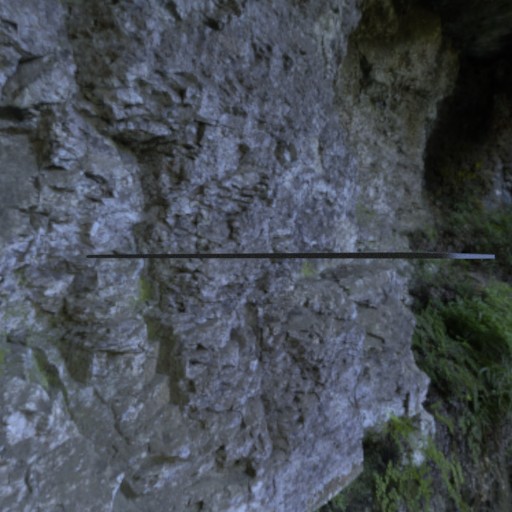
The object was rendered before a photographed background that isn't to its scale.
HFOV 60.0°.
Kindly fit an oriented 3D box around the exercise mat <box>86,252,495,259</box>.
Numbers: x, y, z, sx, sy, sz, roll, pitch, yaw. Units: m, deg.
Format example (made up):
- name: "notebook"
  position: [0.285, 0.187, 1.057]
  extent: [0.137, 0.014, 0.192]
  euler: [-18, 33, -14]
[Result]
- name: "exercise mat"
  position: [0.000, 0.000, 2.044]
  extent: [1.884, 0.021, 0.616]
  euler: [0, 0, 37]
